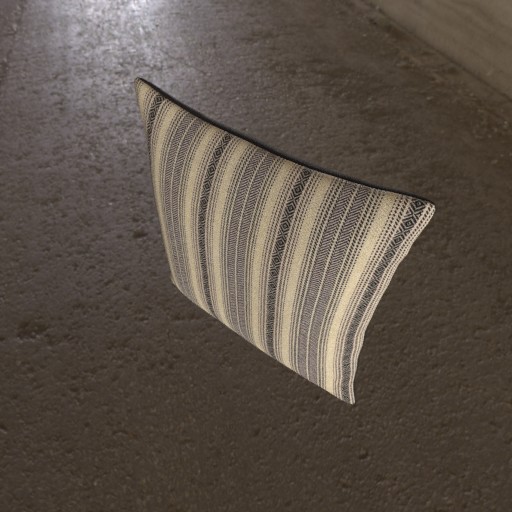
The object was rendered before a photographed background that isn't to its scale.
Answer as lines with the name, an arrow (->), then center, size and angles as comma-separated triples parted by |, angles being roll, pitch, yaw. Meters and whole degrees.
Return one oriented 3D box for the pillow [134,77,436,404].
pillow -> 0.000, 0.000, 0.798 | 0.520, 0.508, 0.166 | 30, 54, 25
